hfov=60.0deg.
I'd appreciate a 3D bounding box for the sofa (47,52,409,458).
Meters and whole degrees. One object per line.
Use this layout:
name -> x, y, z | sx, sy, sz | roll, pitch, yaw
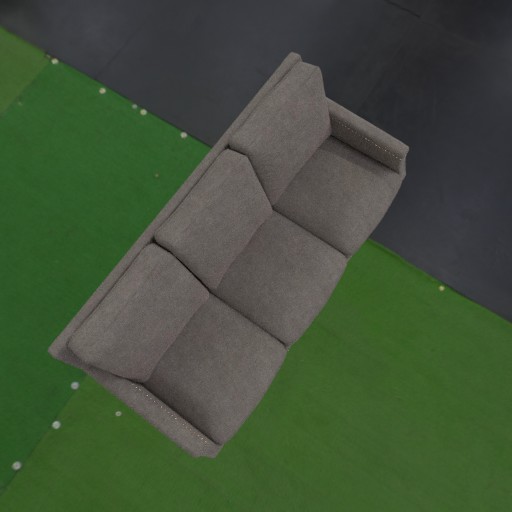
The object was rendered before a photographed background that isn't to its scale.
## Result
sofa -> 0.000, 0.000, 2.745 | 1.034, 1.042, 2.226 | 34, 77, 9
